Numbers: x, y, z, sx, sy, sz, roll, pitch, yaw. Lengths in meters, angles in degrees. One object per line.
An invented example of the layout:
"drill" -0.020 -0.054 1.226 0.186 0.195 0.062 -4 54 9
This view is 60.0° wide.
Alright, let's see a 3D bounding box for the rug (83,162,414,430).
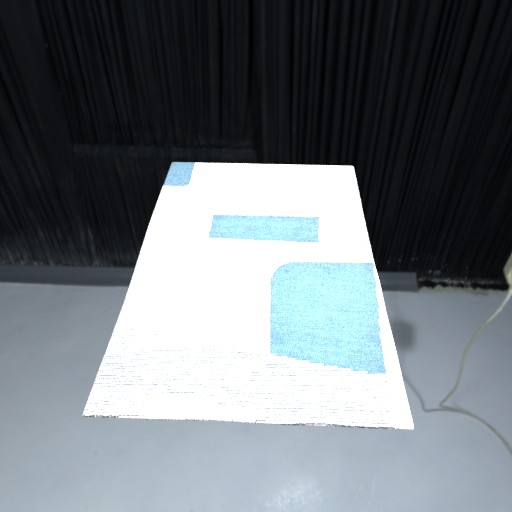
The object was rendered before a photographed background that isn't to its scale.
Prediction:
"rug" 0.000 0.000 2.327 1.238 0.020 1.847 2 42 2
